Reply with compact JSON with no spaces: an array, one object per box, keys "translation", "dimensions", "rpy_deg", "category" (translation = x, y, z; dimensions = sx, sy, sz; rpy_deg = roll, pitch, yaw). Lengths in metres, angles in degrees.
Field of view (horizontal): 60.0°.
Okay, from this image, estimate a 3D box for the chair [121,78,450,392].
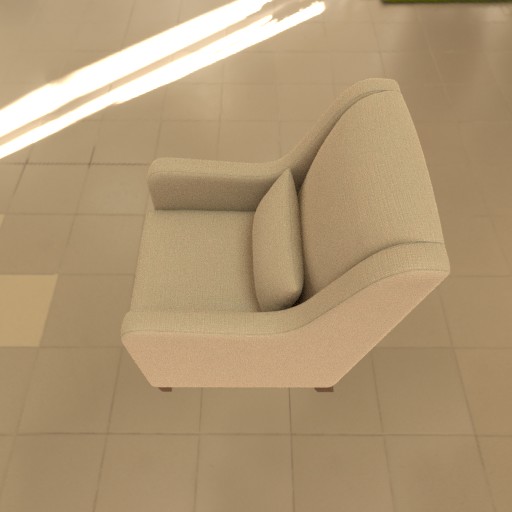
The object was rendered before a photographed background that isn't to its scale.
[{"translation":[0.000,0.000,1.588],"dimensions":[0.896,1.017,0.715],"rpy_deg":[0,57,0],"category":"chair"}]
